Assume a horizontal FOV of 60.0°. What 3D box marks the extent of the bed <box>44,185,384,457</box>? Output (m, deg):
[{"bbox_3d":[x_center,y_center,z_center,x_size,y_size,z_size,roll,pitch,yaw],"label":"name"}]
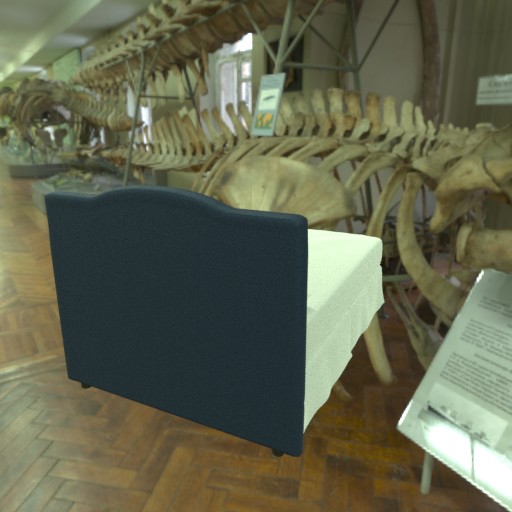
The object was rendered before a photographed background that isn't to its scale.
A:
[{"bbox_3d":[0.000,0.000,3.594,1.741,1.441,2.507,8,19,25],"label":"bed"}]
